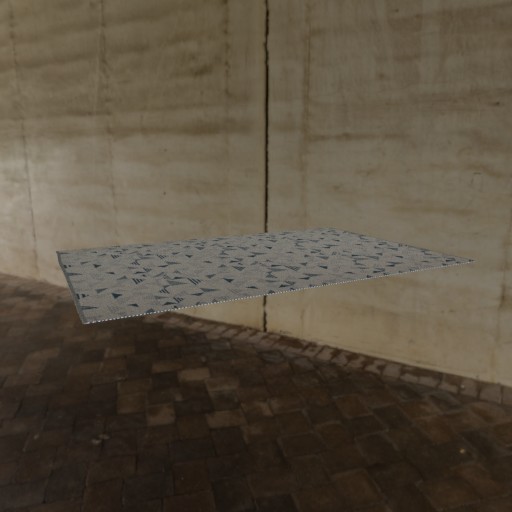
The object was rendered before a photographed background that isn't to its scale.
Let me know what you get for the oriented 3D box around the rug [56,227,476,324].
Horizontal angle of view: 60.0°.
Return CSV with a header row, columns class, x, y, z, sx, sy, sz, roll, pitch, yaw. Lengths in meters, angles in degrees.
class,x,y,z,sx,sy,sz,roll,pitch,yaw
rug,0.000,0.000,2.294,1.835,0.003,1.206,-6,14,-27
